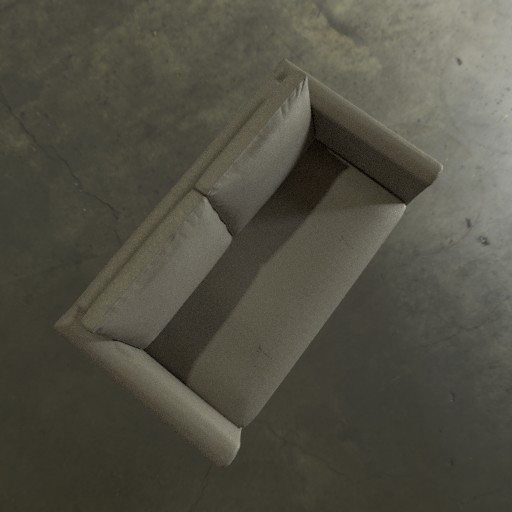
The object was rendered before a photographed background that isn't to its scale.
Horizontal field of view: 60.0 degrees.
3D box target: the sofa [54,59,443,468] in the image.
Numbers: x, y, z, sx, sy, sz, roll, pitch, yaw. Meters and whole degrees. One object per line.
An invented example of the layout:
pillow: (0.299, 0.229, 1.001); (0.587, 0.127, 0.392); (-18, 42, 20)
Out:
sofa: (0.000, 0.000, 2.116); (0.899, 0.873, 1.598); (37, 80, 7)
